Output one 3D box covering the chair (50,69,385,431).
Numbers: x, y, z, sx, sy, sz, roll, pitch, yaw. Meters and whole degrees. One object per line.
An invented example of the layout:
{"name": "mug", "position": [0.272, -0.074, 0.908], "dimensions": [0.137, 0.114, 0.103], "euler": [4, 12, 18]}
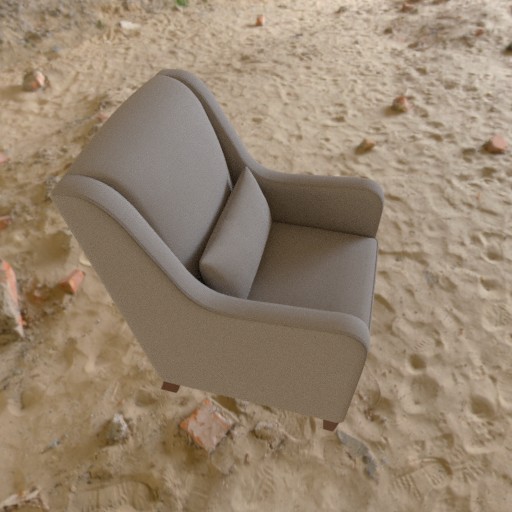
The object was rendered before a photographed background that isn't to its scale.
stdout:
{"name": "chair", "position": [0.000, 0.000, 1.566], "dimensions": [0.863, 1.010, 0.715], "euler": [11, 48, 10]}
